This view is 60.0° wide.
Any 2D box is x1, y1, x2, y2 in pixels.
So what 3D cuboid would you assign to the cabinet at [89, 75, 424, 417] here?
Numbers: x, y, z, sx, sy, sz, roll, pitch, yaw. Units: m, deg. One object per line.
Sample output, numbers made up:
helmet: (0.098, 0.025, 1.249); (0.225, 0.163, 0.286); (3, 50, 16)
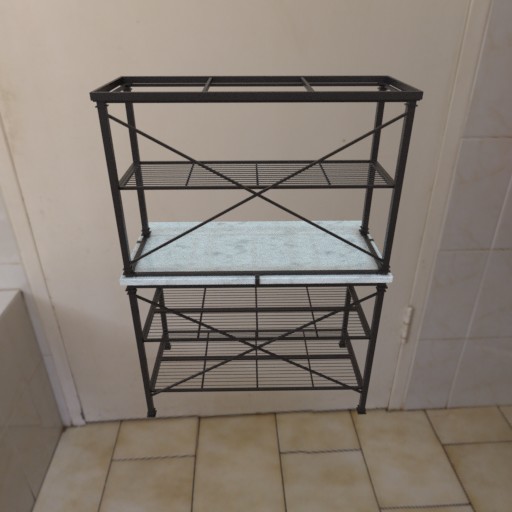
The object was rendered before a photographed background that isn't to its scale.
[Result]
cabinet: (0.000, 0.000, 2.235); (1.210, 1.659, 0.610); (-1, 29, -1)
